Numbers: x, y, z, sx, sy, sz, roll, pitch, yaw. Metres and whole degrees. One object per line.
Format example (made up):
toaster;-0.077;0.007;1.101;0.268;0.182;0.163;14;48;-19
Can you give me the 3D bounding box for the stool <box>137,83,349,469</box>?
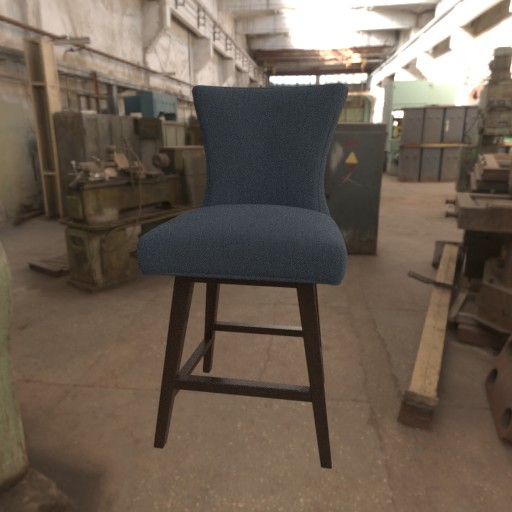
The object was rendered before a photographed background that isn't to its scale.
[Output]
stool;0.000;0.000;1.327;0.514;1.000;0.574;3;16;9
